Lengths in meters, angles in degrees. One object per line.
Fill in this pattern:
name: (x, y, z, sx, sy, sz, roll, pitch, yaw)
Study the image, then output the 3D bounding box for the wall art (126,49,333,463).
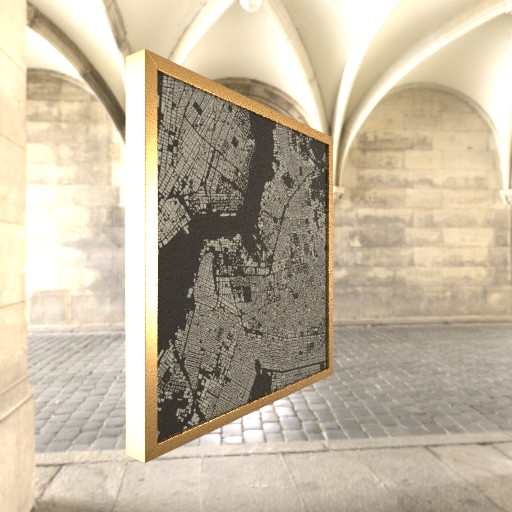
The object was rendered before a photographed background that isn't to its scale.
wall art: (0.000, 0.000, 0.455, 0.023, 0.305, 0.305, 0, 0, 36)
